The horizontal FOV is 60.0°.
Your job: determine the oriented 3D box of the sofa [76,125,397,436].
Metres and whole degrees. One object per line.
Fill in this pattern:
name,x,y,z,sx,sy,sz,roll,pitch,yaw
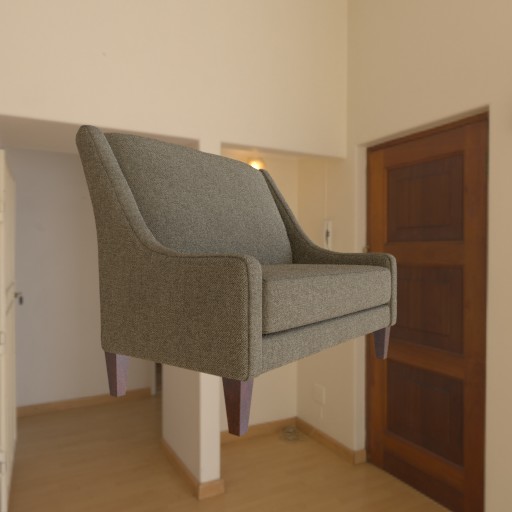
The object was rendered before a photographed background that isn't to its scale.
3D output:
sofa,0.000,0.000,1.954,0.870,1.021,1.242,0,1,37
